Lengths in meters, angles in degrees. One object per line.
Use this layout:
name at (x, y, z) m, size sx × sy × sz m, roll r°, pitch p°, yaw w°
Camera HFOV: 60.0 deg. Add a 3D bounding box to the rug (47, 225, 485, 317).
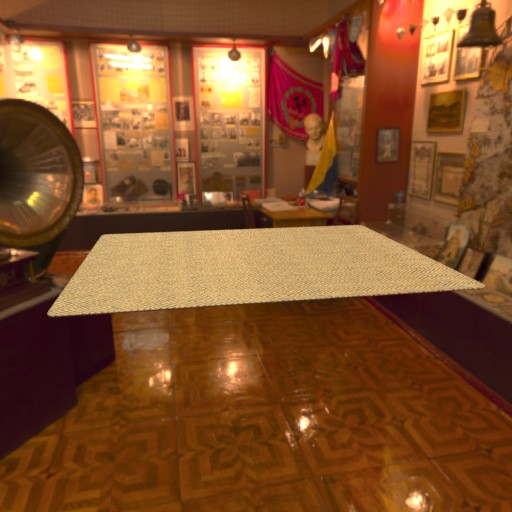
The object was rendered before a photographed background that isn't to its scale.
rug at (0.000, 0.000, 4.288) m, size 3.207 × 0.014 × 2.439 m, roll -3°, pitch 16°, yaw -10°
